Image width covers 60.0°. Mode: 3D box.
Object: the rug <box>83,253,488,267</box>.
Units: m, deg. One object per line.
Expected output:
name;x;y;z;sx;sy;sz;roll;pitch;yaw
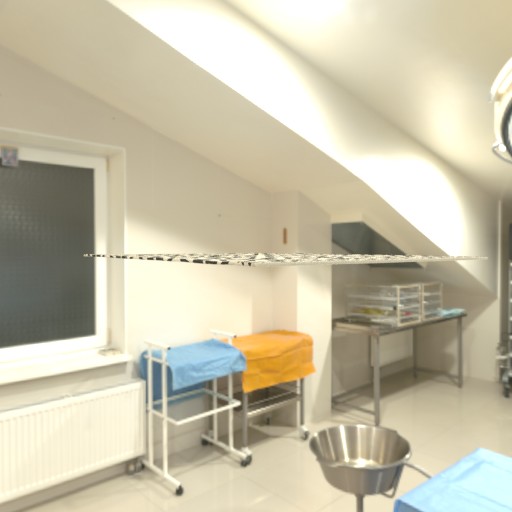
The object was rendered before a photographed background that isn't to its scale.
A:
rug;0.000;0.000;4.377;2.444;0.036;3.369;-1;1;-36
